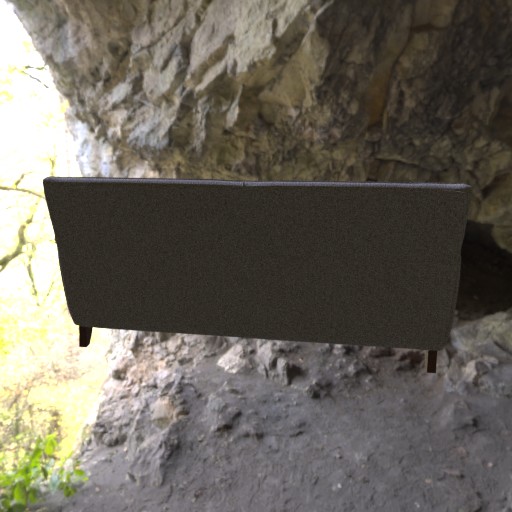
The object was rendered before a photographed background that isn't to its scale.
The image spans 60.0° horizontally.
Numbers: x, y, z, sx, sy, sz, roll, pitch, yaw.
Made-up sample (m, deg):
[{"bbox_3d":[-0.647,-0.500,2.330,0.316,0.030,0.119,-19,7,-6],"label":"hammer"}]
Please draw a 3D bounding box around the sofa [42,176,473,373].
[{"bbox_3d":[0.000,0.000,2.517,2.026,0.942,0.854,2,16,8],"label":"sofa"}]
